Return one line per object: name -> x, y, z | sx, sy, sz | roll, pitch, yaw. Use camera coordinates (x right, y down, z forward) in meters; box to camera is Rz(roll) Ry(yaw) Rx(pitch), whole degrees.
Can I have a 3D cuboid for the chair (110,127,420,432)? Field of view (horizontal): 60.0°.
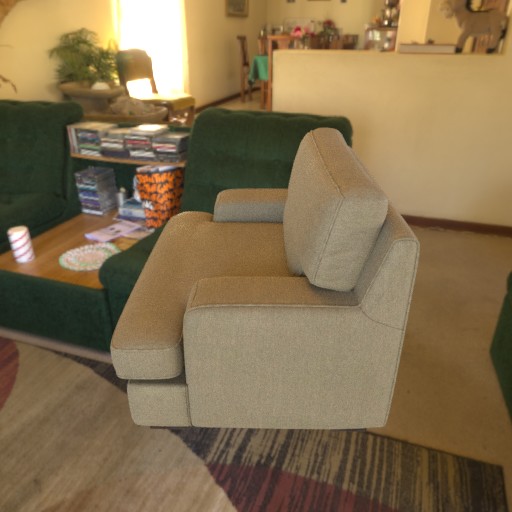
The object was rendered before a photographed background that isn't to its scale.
chair -> 0.000, 0.000, 2.028 | 1.043, 0.974, 1.270 | 0, 27, 1
